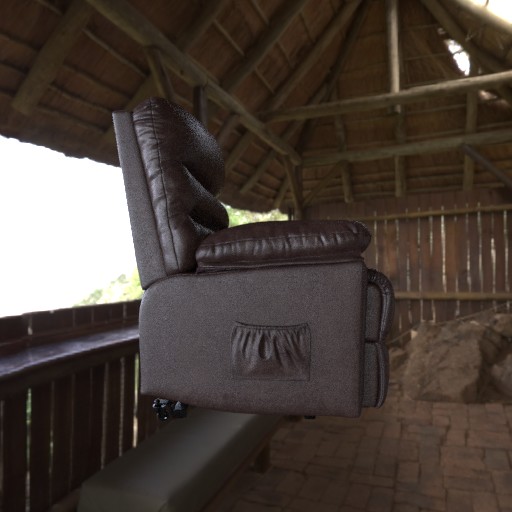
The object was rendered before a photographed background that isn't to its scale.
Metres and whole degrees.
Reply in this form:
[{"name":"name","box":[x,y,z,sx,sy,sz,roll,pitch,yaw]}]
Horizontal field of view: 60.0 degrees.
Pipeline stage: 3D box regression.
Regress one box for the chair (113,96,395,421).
[{"name":"chair","box":[0.000,0.000,1.731,0.879,1.041,0.940,0,1,1]}]
